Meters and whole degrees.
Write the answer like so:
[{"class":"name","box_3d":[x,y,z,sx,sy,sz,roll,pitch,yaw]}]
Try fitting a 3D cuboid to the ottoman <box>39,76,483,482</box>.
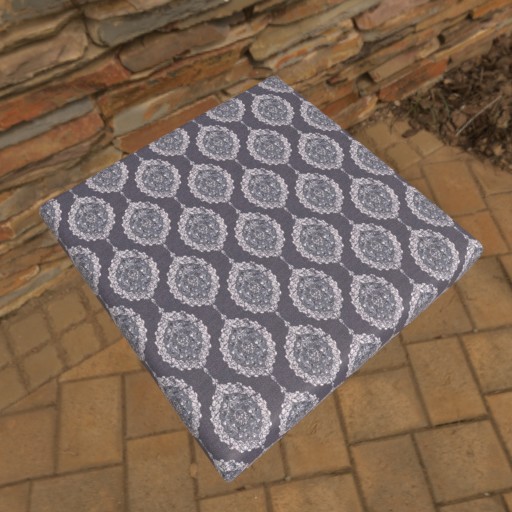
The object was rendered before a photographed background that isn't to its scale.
[{"class":"ottoman","box_3d":[0.000,0.000,1.358,0.889,0.409,0.890,-35,67,-18]}]
